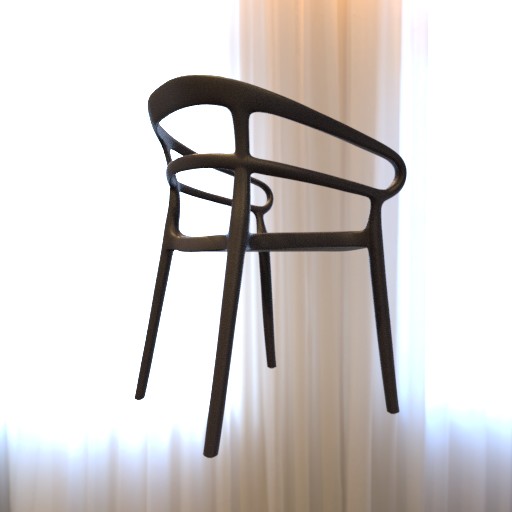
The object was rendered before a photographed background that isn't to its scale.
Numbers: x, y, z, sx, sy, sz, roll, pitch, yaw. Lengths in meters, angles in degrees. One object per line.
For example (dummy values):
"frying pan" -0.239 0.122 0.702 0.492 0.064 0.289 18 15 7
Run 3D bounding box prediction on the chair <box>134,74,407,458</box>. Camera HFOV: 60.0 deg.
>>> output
"chair" 0.000 0.000 1.141 0.527 0.761 0.559 -1 1 -35
